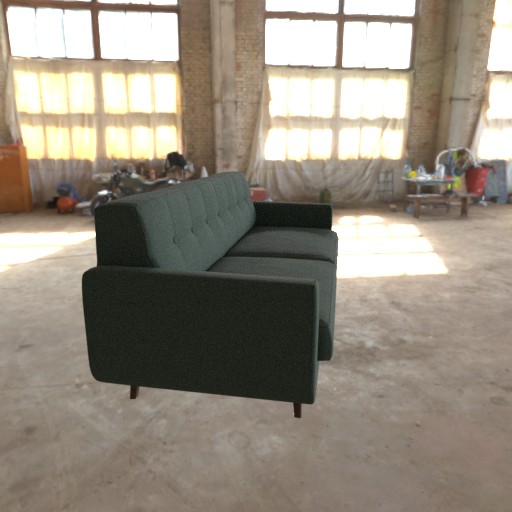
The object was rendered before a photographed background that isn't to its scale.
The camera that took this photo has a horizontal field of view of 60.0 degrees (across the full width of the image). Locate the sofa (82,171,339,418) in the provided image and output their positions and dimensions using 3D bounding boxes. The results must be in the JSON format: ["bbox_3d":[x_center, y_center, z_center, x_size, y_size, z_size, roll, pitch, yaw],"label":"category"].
[{"bbox_3d":[0.000,0.000,2.505,0.909,0.841,2.029,3,15,11],"label":"sofa"}]
